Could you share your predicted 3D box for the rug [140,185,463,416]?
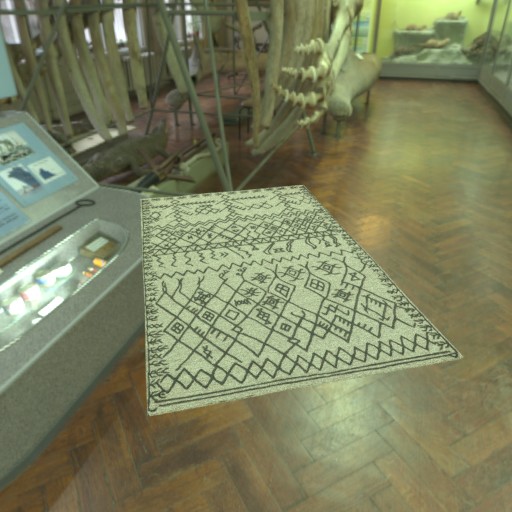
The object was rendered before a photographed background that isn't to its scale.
[{"bbox_3d":[0.000,0.000,4.790,2.393,0.019,3.824,-7,30,-12],"label":"rug"}]
